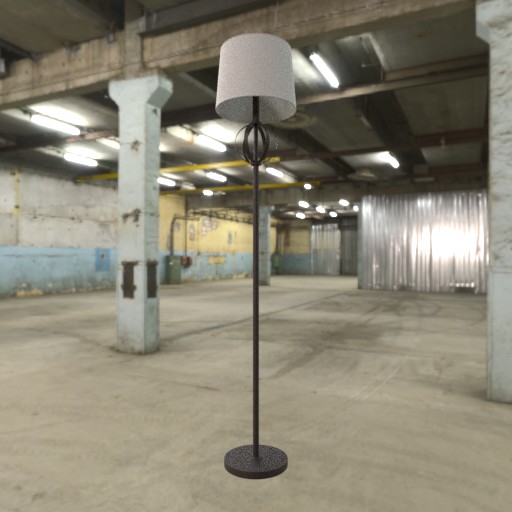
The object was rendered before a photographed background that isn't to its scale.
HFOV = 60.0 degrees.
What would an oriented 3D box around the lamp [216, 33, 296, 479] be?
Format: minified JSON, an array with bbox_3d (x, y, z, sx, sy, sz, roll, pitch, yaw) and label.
[{"bbox_3d":[0.000,0.000,1.569,0.286,1.462,0.286,1,-1,-35],"label":"lamp"}]
